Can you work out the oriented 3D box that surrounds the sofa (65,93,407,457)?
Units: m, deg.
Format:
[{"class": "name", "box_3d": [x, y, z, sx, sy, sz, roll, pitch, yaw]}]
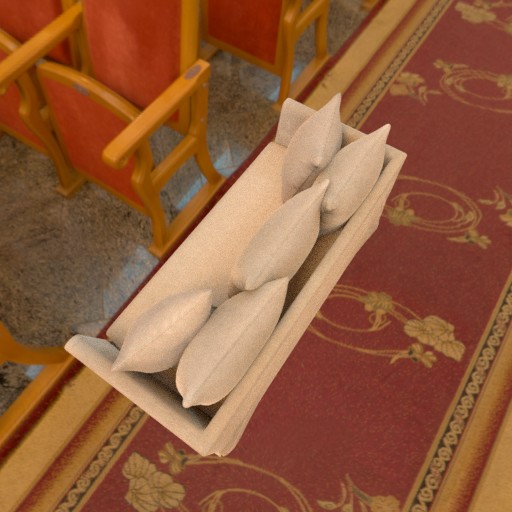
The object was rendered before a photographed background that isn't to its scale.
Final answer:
[{"class": "sofa", "box_3d": [0.000, 0.000, 2.903, 1.031, 1.034, 2.290, 31, 66, 15]}]
